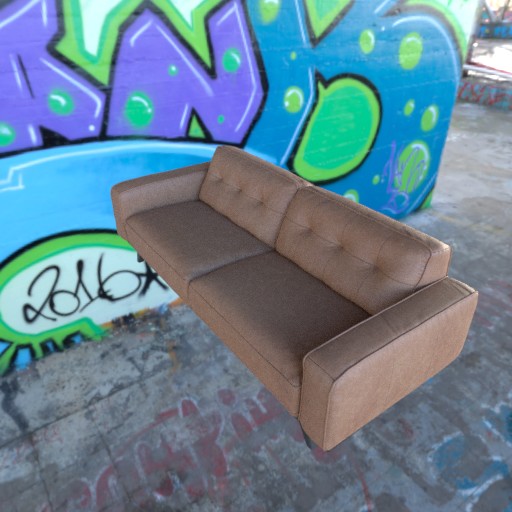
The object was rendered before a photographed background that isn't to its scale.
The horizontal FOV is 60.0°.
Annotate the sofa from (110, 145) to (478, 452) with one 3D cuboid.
[{"bbox_3d":[0.000,0.000,2.660,0.953,0.780,2.270,-20,37,-30],"label":"sofa"}]
